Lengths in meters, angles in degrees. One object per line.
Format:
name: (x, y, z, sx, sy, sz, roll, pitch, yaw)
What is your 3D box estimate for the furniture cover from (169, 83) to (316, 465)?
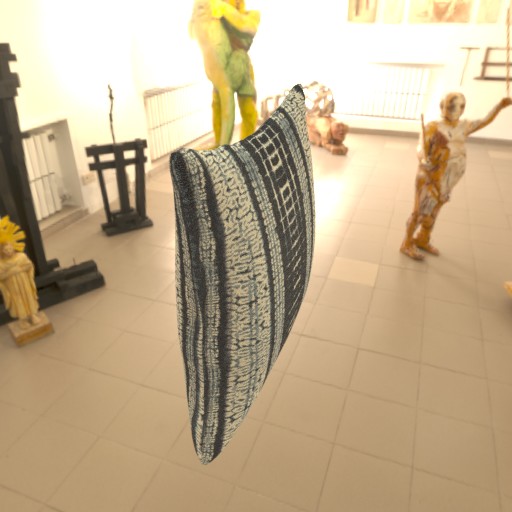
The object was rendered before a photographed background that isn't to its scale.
furniture cover: (0.000, 0.000, 0.668, 0.133, 0.435, 0.425, 10, 31, 17)
